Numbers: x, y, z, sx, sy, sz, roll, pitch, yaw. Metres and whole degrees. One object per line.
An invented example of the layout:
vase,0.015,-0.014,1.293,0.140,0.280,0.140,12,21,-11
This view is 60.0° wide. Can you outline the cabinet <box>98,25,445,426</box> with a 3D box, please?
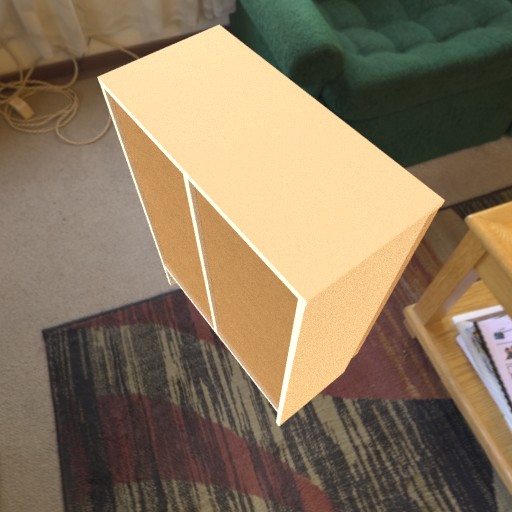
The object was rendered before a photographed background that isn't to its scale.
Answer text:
cabinet,0.000,0.000,1.109,0.296,0.815,0.600,-33,64,-19
